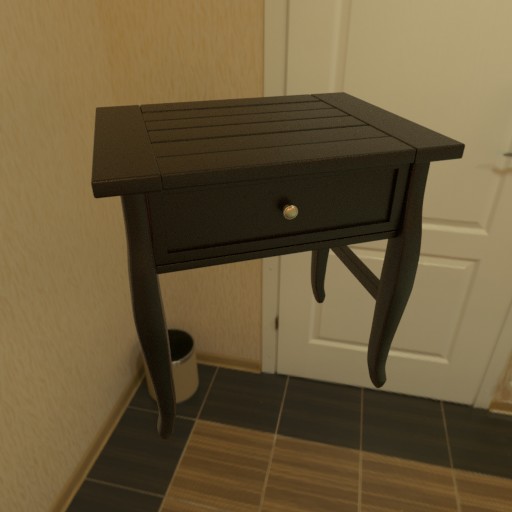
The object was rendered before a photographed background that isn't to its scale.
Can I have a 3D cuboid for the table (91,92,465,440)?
[{"bbox_3d":[0.000,0.000,1.017,0.602,0.604,0.460,-9,32,-14],"label":"table"}]
